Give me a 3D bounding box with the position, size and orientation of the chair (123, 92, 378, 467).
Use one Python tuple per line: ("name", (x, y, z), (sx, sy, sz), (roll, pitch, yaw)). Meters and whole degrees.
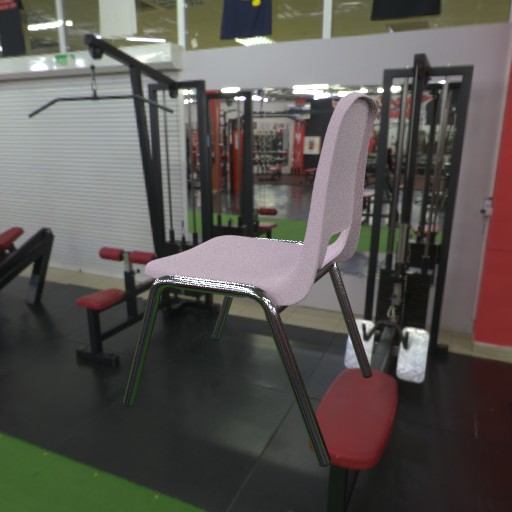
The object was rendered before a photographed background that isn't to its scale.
("chair", (0.000, 0.000, 0.868), (0.423, 0.586, 0.354), (7, 17, 26))
